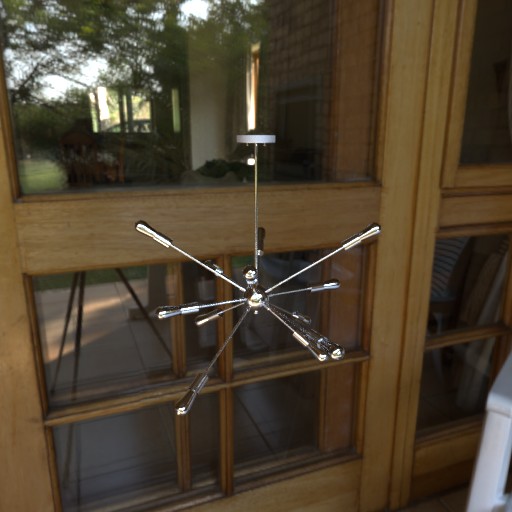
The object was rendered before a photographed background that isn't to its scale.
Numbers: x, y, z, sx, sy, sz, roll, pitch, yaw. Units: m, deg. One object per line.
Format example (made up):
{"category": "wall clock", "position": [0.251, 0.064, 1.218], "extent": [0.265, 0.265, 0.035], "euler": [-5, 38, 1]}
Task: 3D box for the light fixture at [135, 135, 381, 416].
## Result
{"category": "light fixture", "position": [0.000, 0.000, 1.064], "extent": [0.509, 0.558, 0.684], "euler": [-7, 16, -26]}
